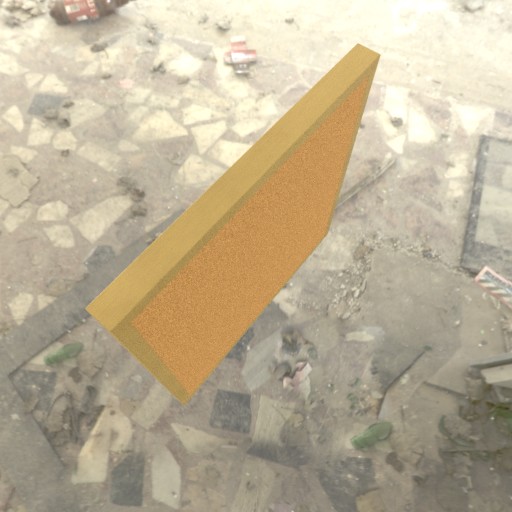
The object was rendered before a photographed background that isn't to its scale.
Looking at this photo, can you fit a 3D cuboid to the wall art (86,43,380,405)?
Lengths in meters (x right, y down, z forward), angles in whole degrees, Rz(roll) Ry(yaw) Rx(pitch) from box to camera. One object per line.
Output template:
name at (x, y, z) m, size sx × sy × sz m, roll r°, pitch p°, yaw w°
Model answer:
wall art at (0.000, 0.000, 0.759) m, size 0.038 × 0.508 × 0.508 m, roll 36°, pitch 69°, yaw 16°
